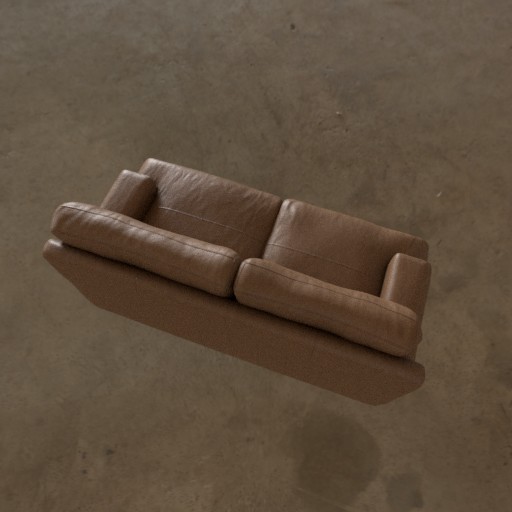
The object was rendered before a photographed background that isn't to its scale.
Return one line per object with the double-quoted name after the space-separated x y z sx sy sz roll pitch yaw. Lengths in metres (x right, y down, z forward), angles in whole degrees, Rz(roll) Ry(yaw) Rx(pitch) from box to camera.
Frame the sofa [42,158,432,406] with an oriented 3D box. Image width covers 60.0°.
0.000 0.000 2.437 1.855 0.980 0.962 18 65 8 "sofa"
